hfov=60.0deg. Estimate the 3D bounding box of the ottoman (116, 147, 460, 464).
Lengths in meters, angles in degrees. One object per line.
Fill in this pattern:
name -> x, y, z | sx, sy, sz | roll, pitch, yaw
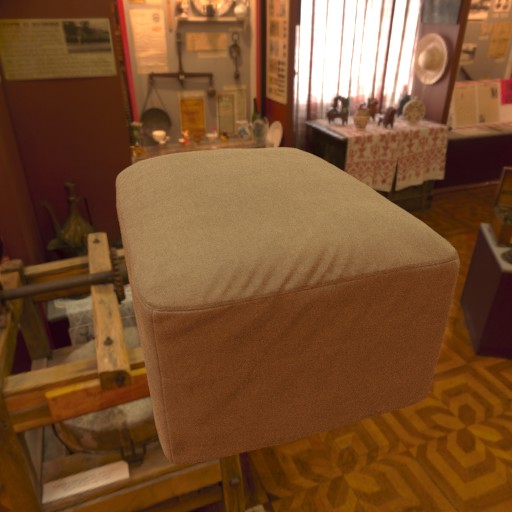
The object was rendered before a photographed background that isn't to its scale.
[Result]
ottoman -> 0.000, 0.000, 1.217 | 0.683, 0.481, 0.837 | -9, 30, -17
